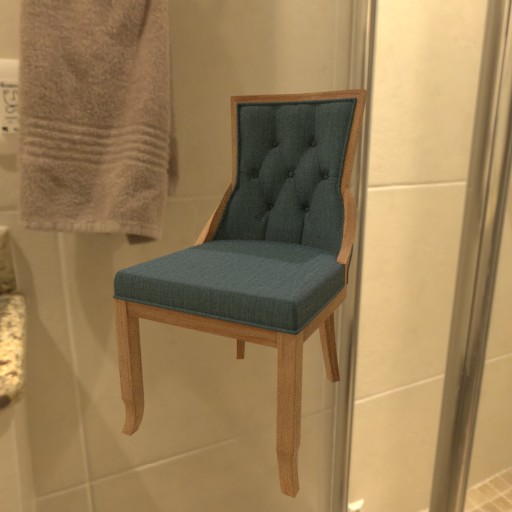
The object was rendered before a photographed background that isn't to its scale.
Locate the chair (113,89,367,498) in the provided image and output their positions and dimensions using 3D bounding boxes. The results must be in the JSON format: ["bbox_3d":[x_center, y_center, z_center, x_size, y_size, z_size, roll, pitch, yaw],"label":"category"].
[{"bbox_3d":[0.000,0.000,1.292,0.524,0.947,0.641,7,16,26],"label":"chair"}]
